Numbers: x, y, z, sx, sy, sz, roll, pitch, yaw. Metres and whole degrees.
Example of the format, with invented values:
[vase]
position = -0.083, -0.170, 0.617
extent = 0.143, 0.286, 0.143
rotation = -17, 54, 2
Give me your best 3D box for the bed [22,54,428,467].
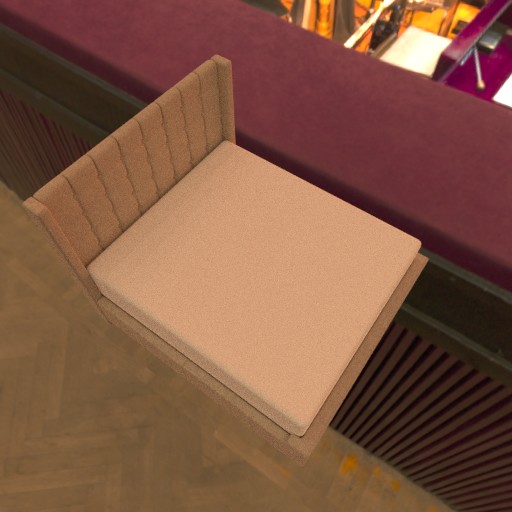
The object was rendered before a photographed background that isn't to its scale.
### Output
[bed]
position = 0.000, 0.000, 3.703
extent = 2.370, 1.743, 2.045
rotation = 31, 62, 18
